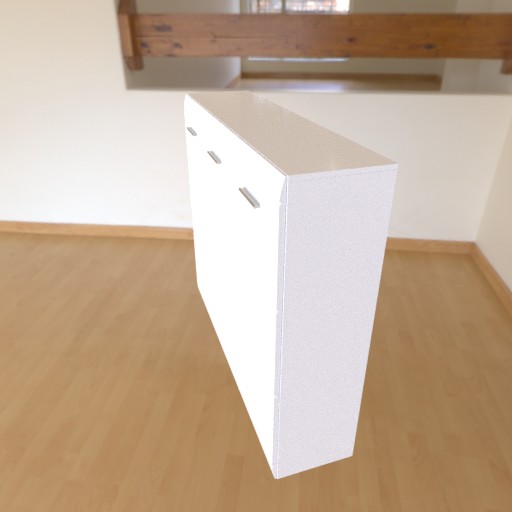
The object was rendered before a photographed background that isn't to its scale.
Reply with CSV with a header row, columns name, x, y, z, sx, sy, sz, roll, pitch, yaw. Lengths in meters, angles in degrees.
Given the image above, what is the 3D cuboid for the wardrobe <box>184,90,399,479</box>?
name,x,y,z,sx,sy,sz,roll,pitch,yaw
wardrobe,0.000,0.000,1.982,0.360,1.200,1.340,-9,30,-16
